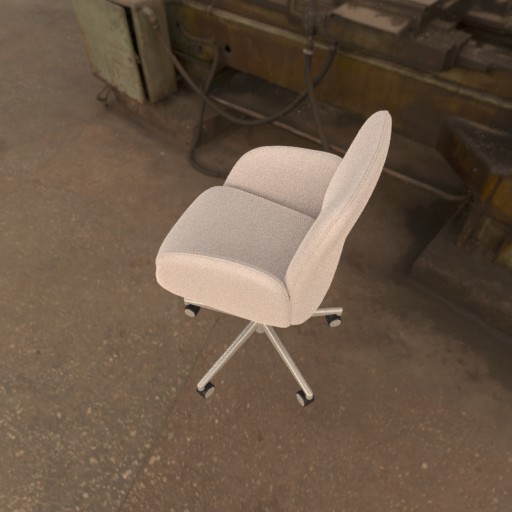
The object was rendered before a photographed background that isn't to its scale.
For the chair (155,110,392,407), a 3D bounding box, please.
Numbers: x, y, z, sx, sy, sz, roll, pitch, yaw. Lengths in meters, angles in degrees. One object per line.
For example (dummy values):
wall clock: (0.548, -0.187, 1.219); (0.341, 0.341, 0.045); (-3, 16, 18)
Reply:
chair: (0.000, 0.000, 1.430); (0.633, 0.959, 0.648); (17, 50, 15)
